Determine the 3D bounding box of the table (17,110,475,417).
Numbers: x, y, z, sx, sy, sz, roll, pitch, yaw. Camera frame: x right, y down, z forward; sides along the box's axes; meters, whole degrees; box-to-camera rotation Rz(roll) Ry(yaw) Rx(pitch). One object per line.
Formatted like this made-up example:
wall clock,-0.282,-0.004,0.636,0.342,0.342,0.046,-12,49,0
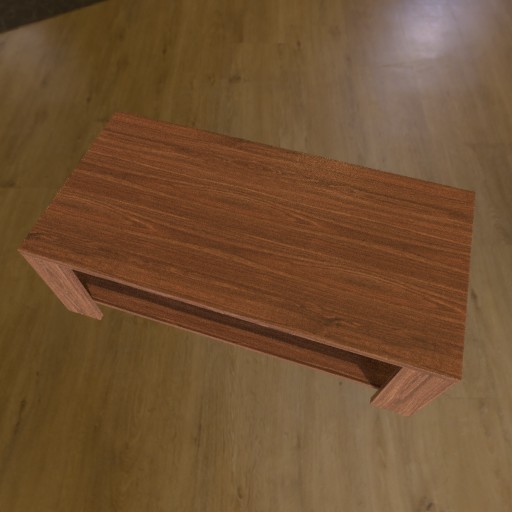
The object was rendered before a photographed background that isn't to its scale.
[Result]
table,0.000,0.000,1.454,1.200,0.400,0.600,15,59,9
